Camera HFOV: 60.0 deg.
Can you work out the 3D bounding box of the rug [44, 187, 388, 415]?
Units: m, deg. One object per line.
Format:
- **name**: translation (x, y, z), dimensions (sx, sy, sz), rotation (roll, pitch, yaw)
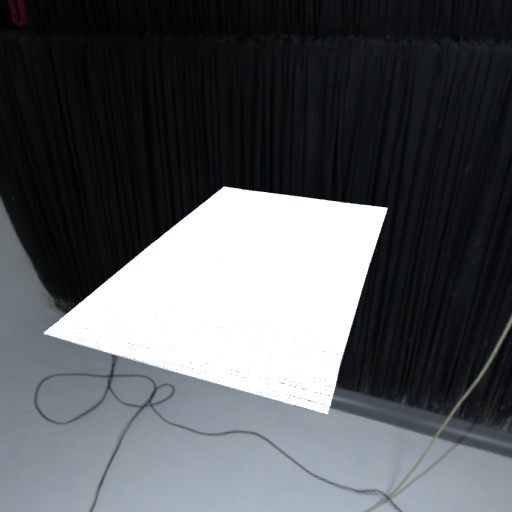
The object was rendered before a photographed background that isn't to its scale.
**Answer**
- **rug**: translation (0.000, 0.000, 2.302), dimensions (1.149, 0.021, 1.773), rotation (10, 31, 18)
